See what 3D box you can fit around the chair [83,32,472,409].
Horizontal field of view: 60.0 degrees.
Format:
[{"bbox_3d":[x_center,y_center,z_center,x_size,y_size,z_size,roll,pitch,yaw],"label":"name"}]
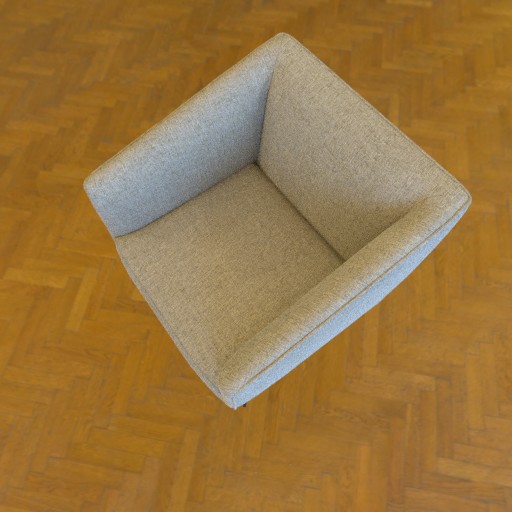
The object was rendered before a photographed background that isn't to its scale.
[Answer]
[{"bbox_3d":[0.000,0.000,1.228,0.623,0.760,0.628,-34,69,-15],"label":"chair"}]
